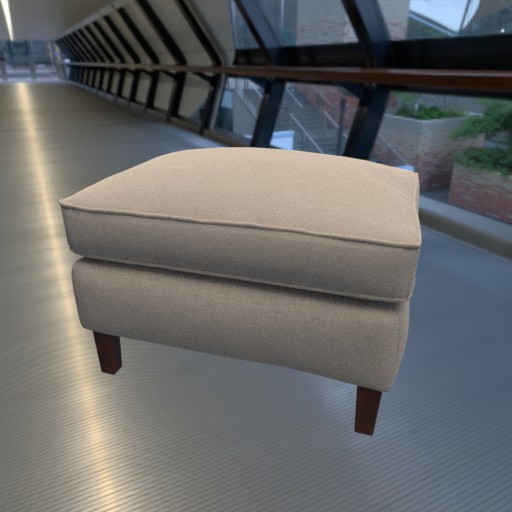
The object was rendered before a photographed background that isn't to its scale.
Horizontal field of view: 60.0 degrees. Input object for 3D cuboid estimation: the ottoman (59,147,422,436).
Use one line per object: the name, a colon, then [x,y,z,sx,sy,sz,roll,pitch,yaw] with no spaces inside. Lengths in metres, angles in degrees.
ottoman: [0.000,0.000,0.996,0.665,0.456,0.501,8,26,16]
